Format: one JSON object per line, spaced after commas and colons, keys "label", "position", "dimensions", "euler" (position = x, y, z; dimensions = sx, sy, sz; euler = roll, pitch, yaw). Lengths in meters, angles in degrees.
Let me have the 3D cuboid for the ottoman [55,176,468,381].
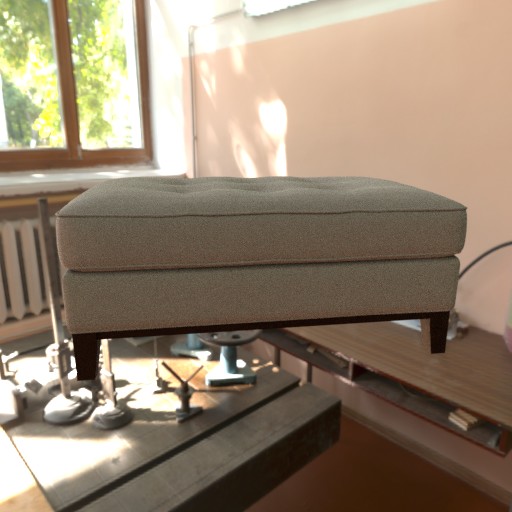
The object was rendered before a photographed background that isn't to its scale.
{"label": "ottoman", "position": [0.000, 0.000, 1.513], "dimensions": [1.143, 0.508, 0.648], "euler": [-2, 15, -8]}
